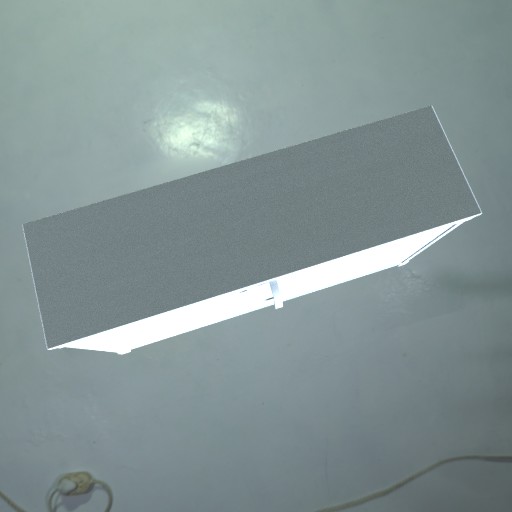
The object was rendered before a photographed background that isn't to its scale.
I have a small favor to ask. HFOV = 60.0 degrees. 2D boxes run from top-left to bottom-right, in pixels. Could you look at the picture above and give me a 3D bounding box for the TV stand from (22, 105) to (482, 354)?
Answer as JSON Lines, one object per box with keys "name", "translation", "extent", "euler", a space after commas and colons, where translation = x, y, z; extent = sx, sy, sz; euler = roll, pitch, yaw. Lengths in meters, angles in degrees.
{"name": "TV stand", "translation": [0.000, 0.000, 1.485], "extent": [1.187, 0.624, 0.424], "euler": [-17, 77, -4]}
